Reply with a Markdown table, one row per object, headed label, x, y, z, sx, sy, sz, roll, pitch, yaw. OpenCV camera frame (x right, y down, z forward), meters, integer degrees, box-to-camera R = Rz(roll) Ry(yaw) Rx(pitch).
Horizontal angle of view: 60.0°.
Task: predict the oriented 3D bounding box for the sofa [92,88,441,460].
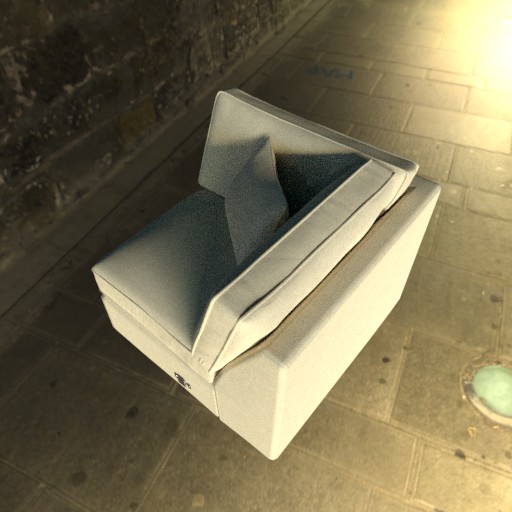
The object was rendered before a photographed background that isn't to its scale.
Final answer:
| label | x | y | z | sx | sy | sz | roll | pitch | yaw |
| --- | --- | --- | --- | --- | --- | --- | --- | --- | --- |
| sofa | 0.000 | 0.000 | 2.000 | 1.084 | 1.002 | 1.146 | 31 | 54 | 26 |
